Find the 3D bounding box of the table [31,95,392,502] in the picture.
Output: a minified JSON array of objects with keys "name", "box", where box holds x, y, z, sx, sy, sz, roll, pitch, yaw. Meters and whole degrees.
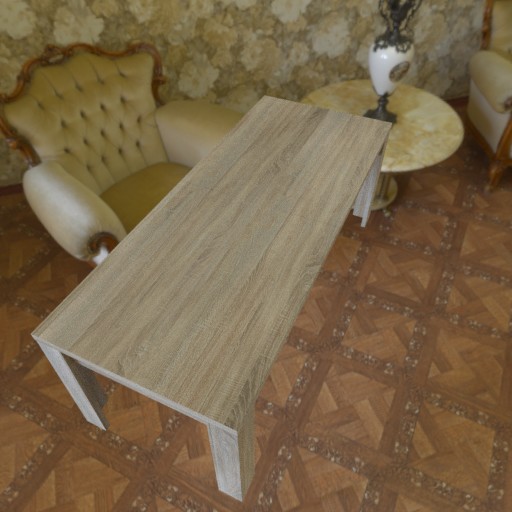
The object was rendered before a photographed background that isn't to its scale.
[{"name":"table","box":[0.000,0.000,2.565,0.900,0.790,2.200,19,49,17]}]
